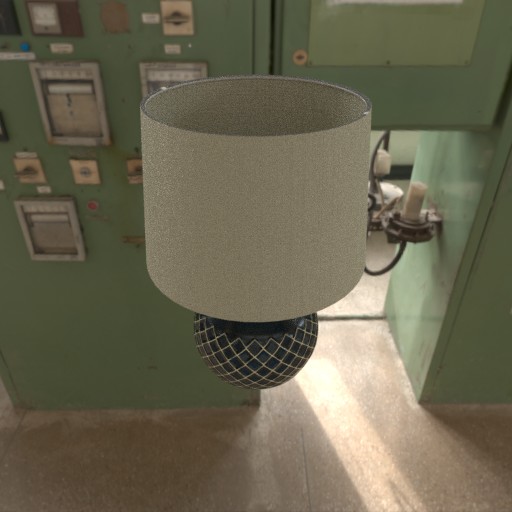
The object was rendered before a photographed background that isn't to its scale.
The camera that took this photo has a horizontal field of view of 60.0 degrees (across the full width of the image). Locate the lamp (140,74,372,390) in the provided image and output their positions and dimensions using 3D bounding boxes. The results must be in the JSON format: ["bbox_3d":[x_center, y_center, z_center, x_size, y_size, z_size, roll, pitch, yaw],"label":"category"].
[{"bbox_3d":[0.000,0.000,0.784,0.376,0.540,0.376,0,34,0],"label":"lamp"}]
